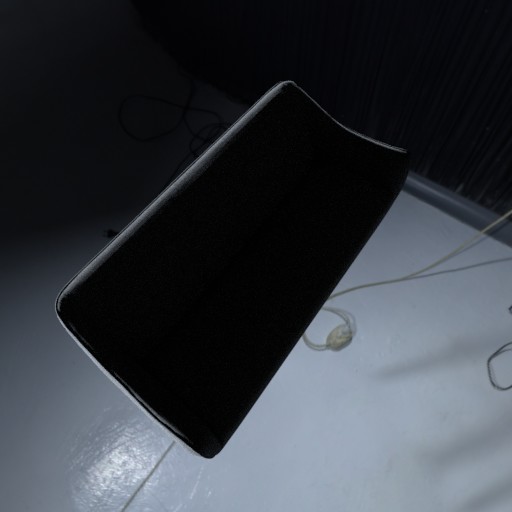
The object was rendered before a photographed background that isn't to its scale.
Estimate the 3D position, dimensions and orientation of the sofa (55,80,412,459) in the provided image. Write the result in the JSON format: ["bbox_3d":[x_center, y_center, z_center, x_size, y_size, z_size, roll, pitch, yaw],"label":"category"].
[{"bbox_3d":[0.000,0.000,2.390,0.867,0.829,1.928,32,64,17],"label":"sofa"}]
